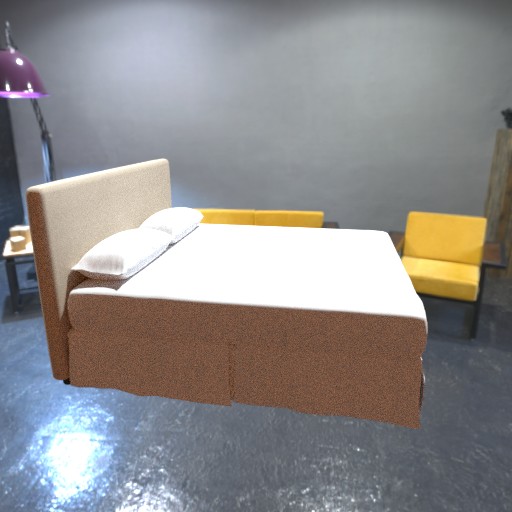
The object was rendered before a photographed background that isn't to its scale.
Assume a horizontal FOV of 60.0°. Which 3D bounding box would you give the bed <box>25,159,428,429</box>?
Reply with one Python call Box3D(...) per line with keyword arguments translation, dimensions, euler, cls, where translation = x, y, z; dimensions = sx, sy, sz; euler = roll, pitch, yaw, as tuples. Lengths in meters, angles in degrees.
Box3D(translation=(0.000, 0.000, 3.450), dimensions=(2.319, 1.317, 2.119), euler=(3, 17, 9), cls="bed")
